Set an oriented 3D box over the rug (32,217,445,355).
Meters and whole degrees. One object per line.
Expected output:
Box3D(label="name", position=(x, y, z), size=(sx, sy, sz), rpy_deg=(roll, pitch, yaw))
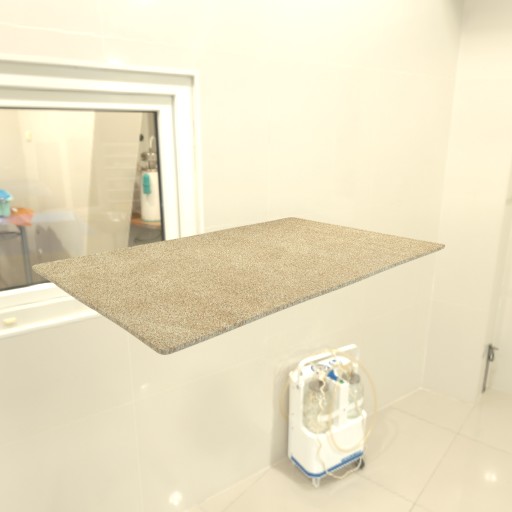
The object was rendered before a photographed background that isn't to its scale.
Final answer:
Box3D(label="rug", position=(0.000, 0.000, 2.931), size=(2.349, 0.025, 1.500), rpy_deg=(-14, 21, -41))
